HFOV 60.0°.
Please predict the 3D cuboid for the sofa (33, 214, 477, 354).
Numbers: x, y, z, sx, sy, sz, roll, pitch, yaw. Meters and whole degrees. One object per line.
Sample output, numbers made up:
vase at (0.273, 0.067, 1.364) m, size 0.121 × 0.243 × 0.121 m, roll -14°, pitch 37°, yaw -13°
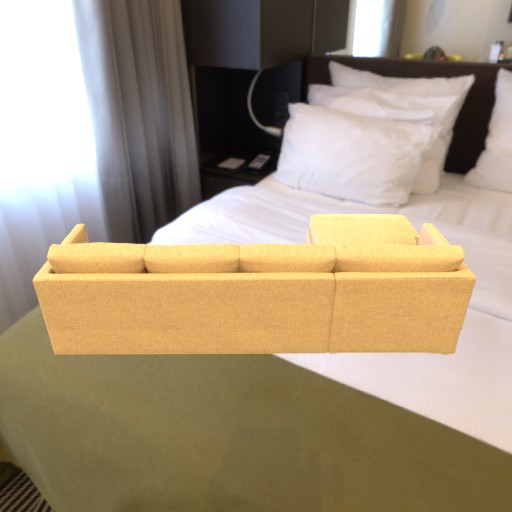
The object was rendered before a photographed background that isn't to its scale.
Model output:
sofa at (0.000, 0.000, 3.990) m, size 3.205 × 0.922 × 1.650 m, roll 0°, pitch 30°, yaw 0°
